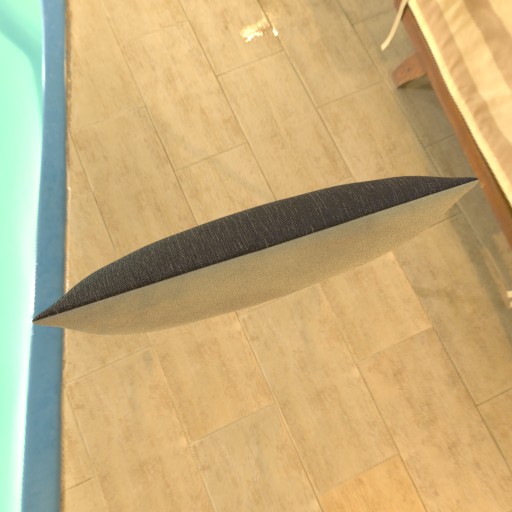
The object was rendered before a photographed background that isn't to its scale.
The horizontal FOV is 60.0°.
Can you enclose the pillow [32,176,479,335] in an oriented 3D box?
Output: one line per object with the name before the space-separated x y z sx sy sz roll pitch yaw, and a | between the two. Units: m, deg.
pillow | 0.000 0.000 0.721 0.608 0.305 0.156 -18 77 -4
